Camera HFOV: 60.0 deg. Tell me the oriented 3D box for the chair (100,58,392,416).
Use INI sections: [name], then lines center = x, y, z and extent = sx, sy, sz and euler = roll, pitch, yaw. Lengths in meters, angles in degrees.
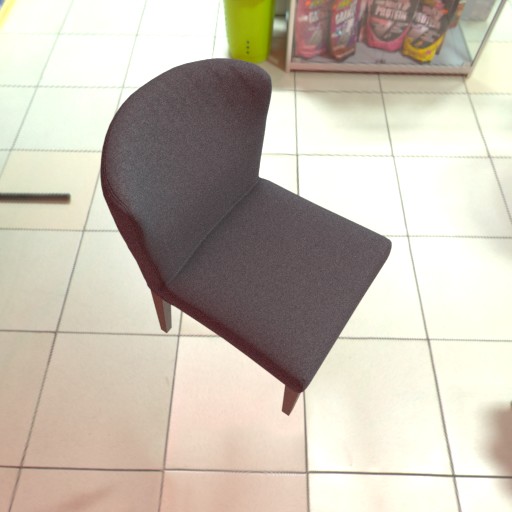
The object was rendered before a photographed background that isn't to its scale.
[chair]
center = 0.000, 0.000, 1.193
extent = 0.592, 0.839, 0.491
euler = 30, 64, 17
